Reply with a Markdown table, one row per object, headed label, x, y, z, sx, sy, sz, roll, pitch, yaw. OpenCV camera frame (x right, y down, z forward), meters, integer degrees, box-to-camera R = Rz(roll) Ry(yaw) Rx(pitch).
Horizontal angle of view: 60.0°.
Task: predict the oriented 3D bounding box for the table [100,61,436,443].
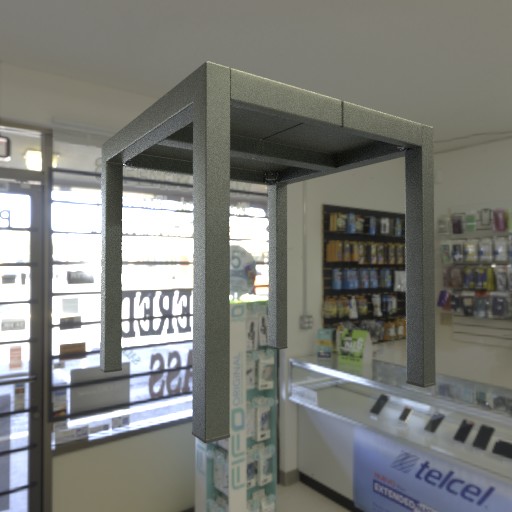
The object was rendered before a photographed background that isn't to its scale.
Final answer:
| label | x | y | z | sx | sy | sz | roll | pitch | yaw |
| --- | --- | --- | --- | --- | --- | --- | --- | --- | --- |
| table | 0.000 | 0.000 | 0.937 | 0.508 | 0.508 | 0.508 | 1 | -1 | -34 |
